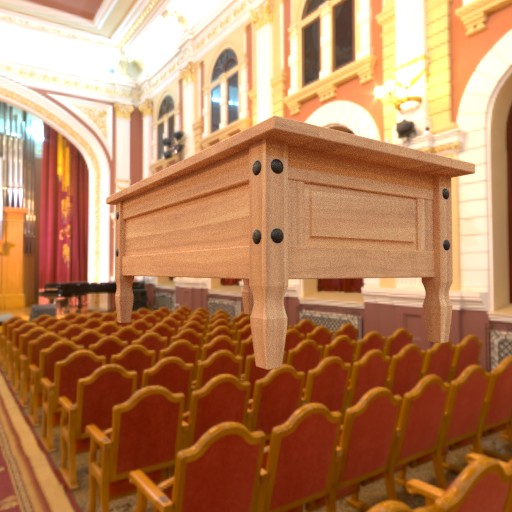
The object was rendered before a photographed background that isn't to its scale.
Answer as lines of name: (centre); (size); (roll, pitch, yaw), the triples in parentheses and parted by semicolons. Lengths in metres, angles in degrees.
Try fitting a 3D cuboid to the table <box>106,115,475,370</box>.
table: (0.000, 0.000, 1.306); (0.600, 0.437, 1.000); (1, -2, -34)
